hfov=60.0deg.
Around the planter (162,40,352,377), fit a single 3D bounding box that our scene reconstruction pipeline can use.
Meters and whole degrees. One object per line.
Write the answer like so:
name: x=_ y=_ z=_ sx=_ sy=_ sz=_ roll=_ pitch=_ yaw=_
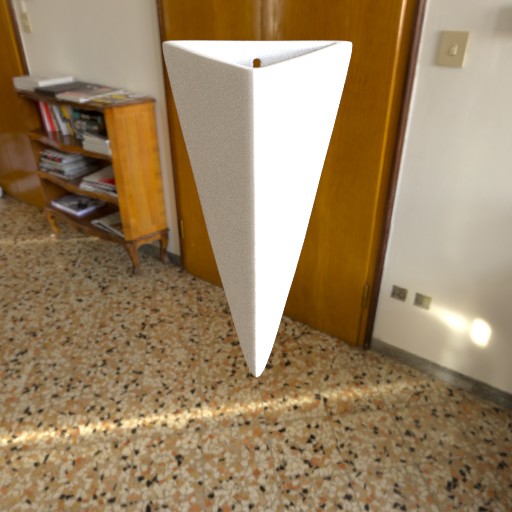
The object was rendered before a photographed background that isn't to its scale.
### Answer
planter: x=0.000 y=0.000 z=0.390 sx=0.143 sy=0.338 sz=0.065 roll=1 pitch=29 yaw=1
